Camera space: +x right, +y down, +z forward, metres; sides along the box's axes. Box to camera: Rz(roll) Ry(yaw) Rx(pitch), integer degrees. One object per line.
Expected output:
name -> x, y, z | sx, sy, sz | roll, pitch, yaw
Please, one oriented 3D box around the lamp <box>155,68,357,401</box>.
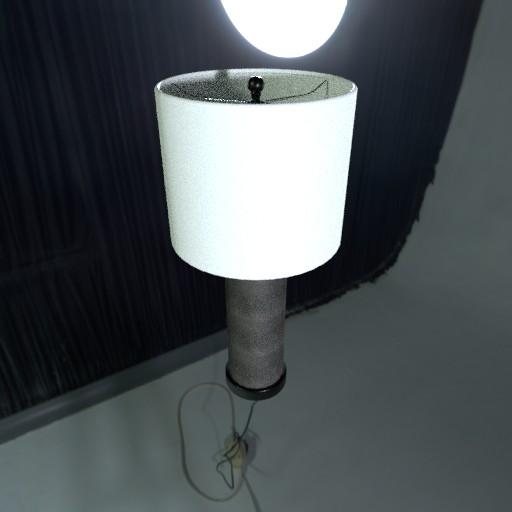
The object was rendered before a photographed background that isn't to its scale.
lamp -> 0.000, 0.000, 0.834 | 0.305, 0.634, 0.305 | -21, 37, -31
